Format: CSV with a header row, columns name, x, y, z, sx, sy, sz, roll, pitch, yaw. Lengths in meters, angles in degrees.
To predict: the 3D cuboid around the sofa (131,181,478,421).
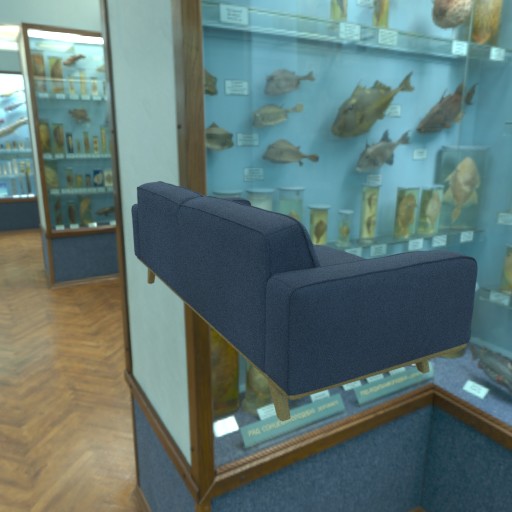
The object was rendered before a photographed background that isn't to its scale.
name,x,y,z,sx,sy,sz,roll,pitch,yaw
sofa,0.000,0.000,2.638,0.953,0.782,2.270,-8,16,-27
